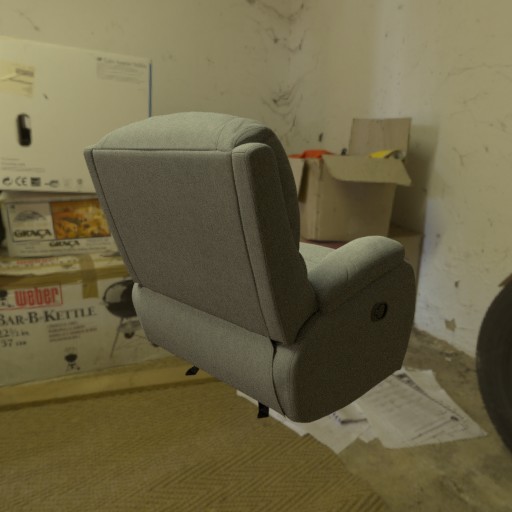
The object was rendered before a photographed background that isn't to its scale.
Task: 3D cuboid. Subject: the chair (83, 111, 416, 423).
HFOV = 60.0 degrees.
[{"bbox_3d":[0.000,0.000,1.687,0.899,1.011,0.930,-14,19,-43],"label":"chair"}]
